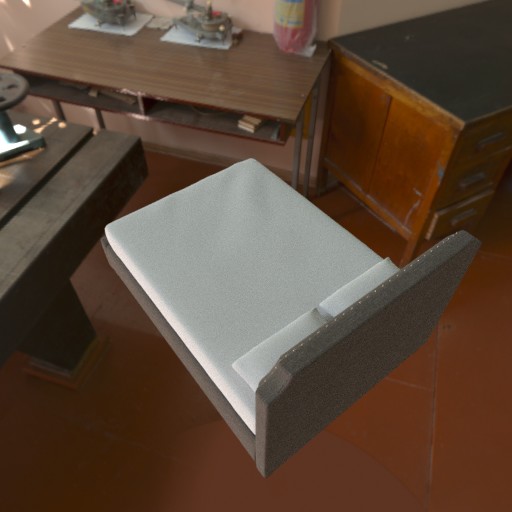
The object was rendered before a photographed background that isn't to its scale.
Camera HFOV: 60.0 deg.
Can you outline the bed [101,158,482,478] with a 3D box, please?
[{"bbox_3d":[0.000,0.000,3.467,1.713,1.457,2.381,-30,55,-24],"label":"bed"}]
